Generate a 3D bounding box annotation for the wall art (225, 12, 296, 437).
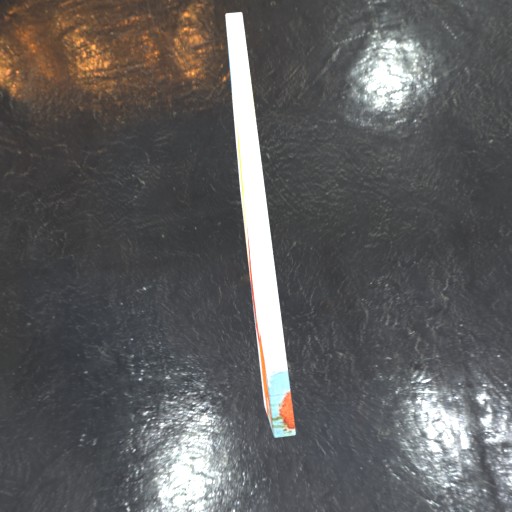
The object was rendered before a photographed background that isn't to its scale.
[{"bbox_3d":[0.000,0.000,1.488,0.044,1.017,1.017,-6,75,-2],"label":"wall art"}]
